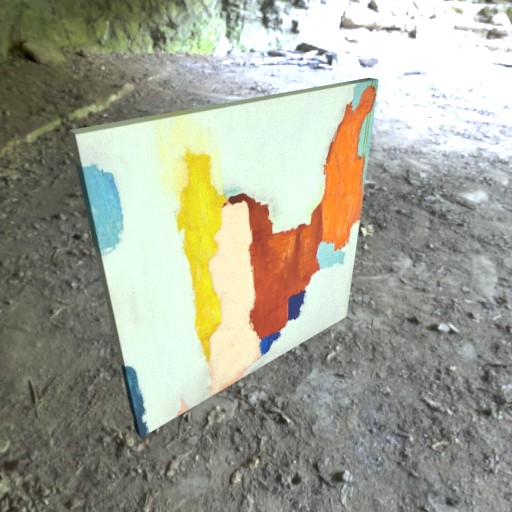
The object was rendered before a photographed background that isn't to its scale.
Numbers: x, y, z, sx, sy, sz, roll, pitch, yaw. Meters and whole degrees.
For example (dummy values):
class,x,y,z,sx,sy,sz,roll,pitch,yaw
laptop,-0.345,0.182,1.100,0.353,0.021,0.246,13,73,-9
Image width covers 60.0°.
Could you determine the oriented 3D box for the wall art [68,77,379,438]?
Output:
class,x,y,z,sx,sy,sz,roll,pitch,yaw
wall art,0.000,0.000,1.491,1.017,1.017,0.044,-23,38,-32
